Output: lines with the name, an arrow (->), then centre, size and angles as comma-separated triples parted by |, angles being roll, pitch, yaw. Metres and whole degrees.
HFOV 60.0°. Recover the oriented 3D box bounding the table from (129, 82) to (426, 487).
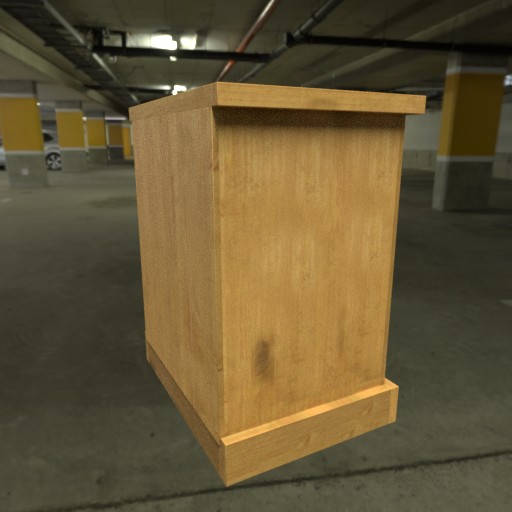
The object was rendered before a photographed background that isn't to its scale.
table -> 0.000, 0.000, 1.240 | 0.500, 0.813, 0.660 | -8, 16, -27
